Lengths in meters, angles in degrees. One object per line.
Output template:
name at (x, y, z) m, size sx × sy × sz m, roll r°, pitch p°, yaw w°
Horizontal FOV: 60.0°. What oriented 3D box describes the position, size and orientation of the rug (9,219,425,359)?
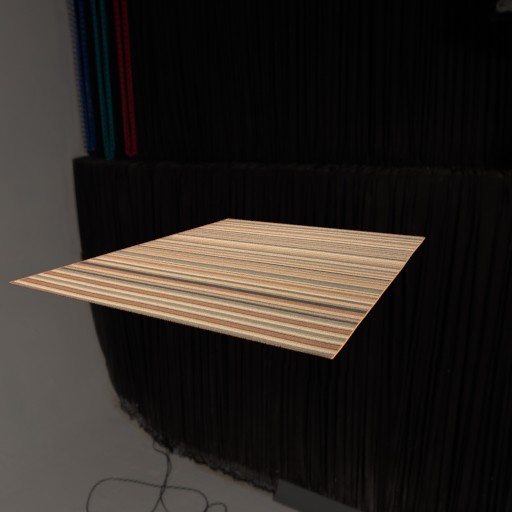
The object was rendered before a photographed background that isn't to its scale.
rug at (0.000, 0.000, 3.938) m, size 2.436 × 0.011 × 3.045 m, roll 8°, pitch 16°, yaw 27°
